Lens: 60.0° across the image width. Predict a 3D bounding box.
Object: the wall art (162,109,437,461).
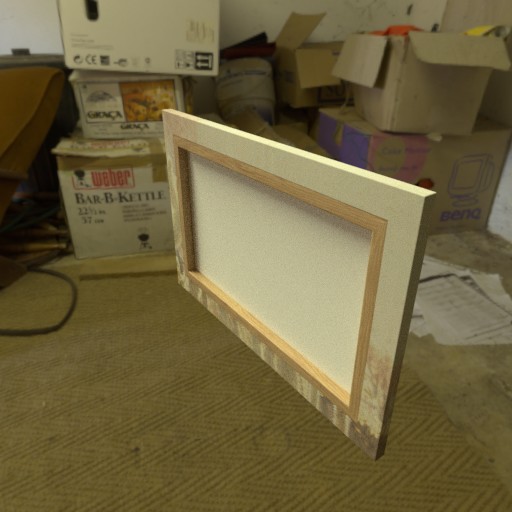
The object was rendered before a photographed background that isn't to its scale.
[{"bbox_3d":[0.000,0.000,1.436,0.041,0.758,1.142,-19,33,-31],"label":"wall art"}]
